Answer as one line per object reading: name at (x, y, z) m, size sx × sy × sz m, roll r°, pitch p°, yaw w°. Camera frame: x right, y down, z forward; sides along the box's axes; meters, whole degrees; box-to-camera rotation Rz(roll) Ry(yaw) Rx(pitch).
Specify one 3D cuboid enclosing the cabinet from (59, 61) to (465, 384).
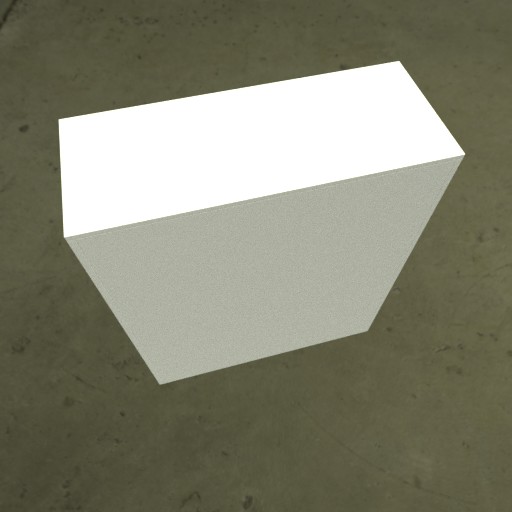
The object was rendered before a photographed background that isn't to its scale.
cabinet at (0.000, 0.000, 1.671) m, size 1.000 × 1.190 × 0.400 m, roll -13°, pitch 59°, yaw -8°
